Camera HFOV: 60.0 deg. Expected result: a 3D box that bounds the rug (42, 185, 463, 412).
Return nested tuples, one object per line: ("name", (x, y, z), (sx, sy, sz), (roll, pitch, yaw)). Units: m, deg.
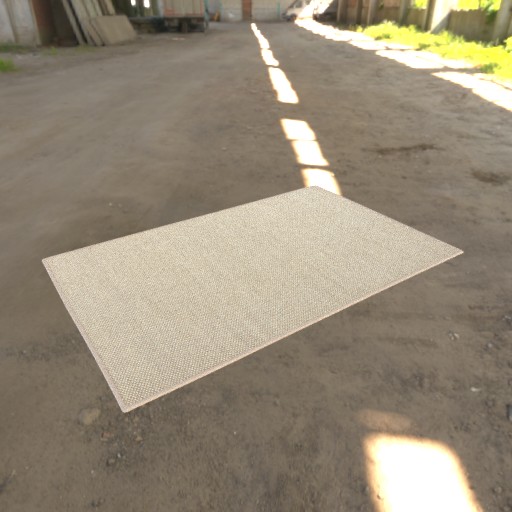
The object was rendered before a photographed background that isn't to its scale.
("rug", (0.000, 0.000, 2.078), (1.676, 0.013, 1.067), (-19, 35, -29))
